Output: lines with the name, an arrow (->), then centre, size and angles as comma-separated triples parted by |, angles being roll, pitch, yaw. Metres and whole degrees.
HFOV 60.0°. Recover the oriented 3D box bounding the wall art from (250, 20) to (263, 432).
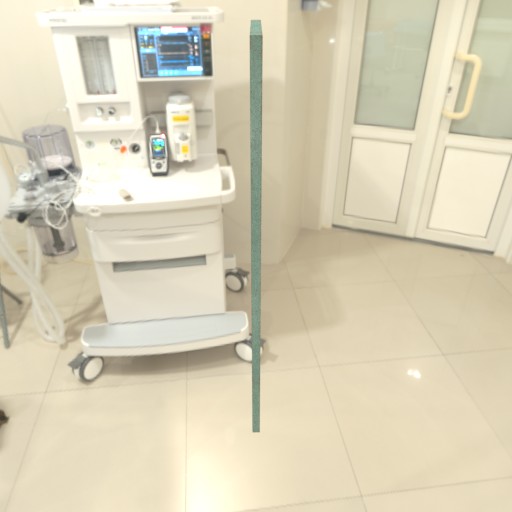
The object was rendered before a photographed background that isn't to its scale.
wall art -> 0.000, 0.000, 1.320 | 0.025, 1.219, 0.329 | 0, 33, 0
